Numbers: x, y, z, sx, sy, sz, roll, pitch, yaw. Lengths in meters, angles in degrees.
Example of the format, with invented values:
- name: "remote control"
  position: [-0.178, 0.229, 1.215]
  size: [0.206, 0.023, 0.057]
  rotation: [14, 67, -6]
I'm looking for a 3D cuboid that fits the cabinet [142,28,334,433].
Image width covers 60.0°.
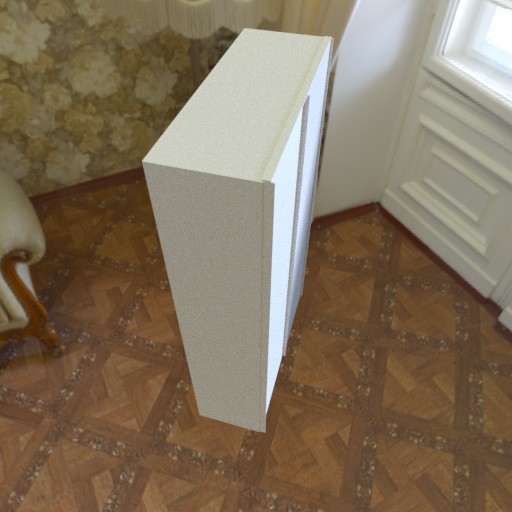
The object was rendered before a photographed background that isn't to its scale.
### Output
- name: "cabinet"
  position: [0.000, 0.000, 2.705]
  size: [0.480, 2.160, 1.250]
  rotation: [12, 48, 11]
